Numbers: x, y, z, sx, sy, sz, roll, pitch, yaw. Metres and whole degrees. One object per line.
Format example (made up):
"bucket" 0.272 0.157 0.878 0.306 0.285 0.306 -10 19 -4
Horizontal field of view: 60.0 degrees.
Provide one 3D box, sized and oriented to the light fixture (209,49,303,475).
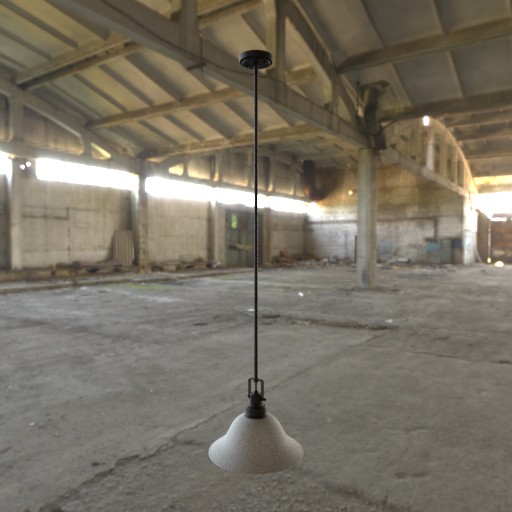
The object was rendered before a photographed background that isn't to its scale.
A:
"light fixture" 0.000 0.000 1.505 0.324 1.337 0.324 1 2 34
